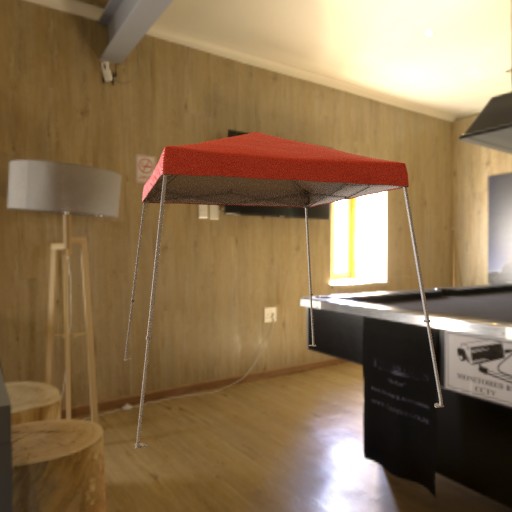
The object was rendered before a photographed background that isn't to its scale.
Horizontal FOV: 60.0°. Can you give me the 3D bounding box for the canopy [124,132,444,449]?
[{"bbox_3d":[0.000,0.000,5.117,2.850,2.850,2.849,0,1,-18],"label":"canopy"}]
